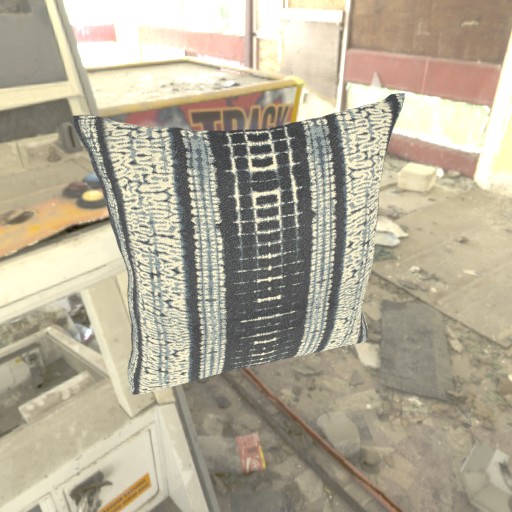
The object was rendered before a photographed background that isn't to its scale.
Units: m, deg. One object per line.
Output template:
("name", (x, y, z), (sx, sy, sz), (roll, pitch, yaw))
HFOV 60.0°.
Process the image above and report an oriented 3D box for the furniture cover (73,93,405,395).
("furniture cover", (0.000, 0.000, 0.651), (0.425, 0.435, 0.133), (-9, 31, -15))
